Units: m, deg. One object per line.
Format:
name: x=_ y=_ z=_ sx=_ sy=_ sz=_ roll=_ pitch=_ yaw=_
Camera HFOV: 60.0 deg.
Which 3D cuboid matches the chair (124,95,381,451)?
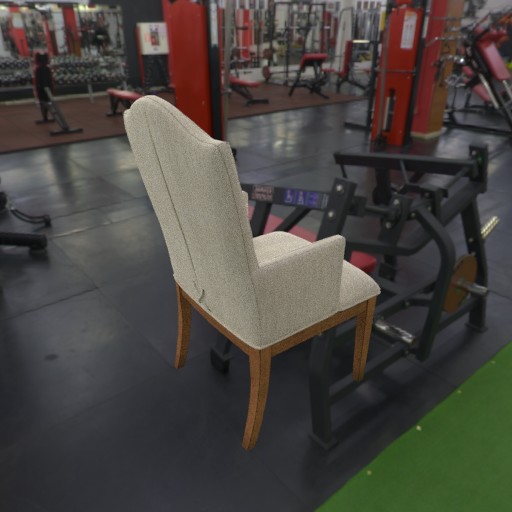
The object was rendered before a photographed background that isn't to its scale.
chair: x=0.000 y=0.000 z=1.412 sx=0.641 sy=1.016 sz=0.533 roll=-19 pitch=33 yaw=-32
